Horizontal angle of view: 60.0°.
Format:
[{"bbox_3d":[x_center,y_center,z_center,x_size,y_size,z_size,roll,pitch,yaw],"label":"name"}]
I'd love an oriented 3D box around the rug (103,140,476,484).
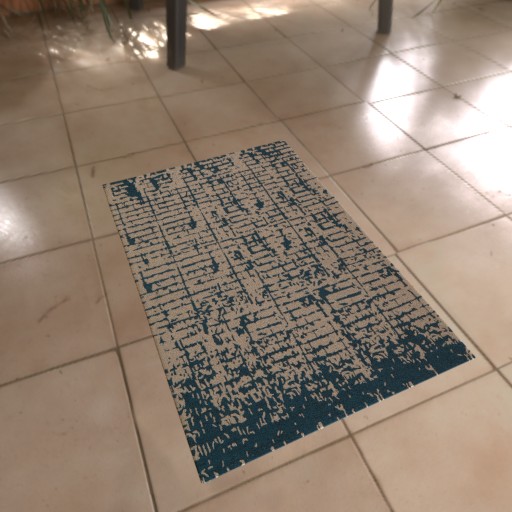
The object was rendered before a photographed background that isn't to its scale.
[{"bbox_3d":[0.000,0.000,2.272,1.220,0.007,1.828,-18,49,-16],"label":"rug"}]
